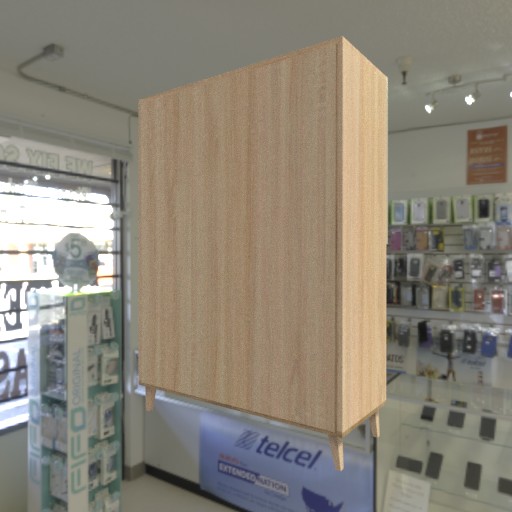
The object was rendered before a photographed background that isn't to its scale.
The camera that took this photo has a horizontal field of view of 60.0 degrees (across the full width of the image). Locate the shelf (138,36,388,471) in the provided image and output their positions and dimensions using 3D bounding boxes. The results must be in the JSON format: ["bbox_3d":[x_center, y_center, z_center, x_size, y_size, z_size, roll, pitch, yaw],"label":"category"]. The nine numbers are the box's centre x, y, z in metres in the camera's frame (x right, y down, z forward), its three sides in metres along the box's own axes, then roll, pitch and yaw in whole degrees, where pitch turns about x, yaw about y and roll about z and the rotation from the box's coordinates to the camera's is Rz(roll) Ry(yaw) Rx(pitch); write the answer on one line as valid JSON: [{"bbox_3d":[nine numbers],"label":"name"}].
[{"bbox_3d":[0.000,0.000,1.878,0.995,1.405,0.434,0,0,36],"label":"shelf"}]
